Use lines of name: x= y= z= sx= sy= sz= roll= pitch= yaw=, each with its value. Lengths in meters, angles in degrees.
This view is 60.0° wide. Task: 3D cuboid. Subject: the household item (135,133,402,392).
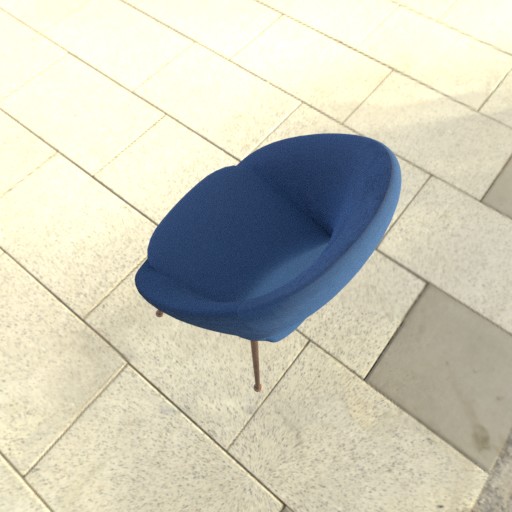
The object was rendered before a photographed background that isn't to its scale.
household item: x=0.000 y=0.000 z=1.264 sx=0.573 sy=0.852 sz=0.623 roll=33 pitch=68 yaw=15
